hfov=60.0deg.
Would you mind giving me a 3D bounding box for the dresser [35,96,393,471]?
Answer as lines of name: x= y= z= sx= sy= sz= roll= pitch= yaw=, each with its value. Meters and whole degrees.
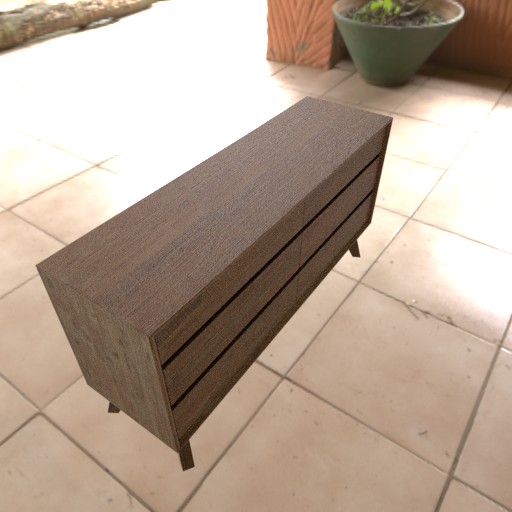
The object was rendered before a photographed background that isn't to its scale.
dresser: x=0.000 y=0.000 z=1.913 sx=0.455 sy=0.805 sz=1.554 roll=24 pitch=46 yaw=26
